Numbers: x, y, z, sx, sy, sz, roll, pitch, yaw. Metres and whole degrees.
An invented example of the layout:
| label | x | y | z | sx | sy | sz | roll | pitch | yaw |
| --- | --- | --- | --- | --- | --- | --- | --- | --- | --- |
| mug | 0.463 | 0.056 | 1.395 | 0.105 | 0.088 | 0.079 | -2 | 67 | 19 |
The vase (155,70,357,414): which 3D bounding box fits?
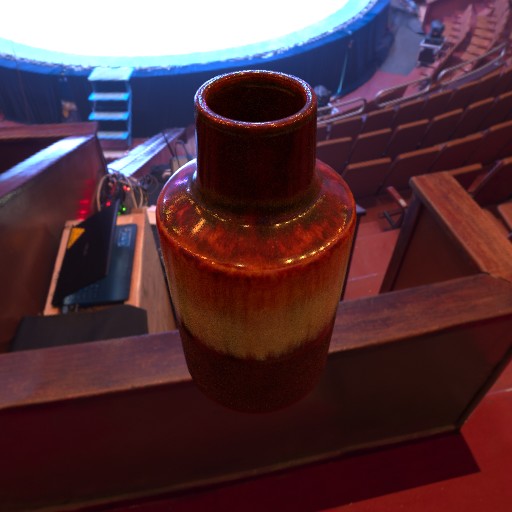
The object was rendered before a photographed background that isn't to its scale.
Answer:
| label | x | y | z | sx | sy | sz | roll | pitch | yaw |
| --- | --- | --- | --- | --- | --- | --- | --- | --- | --- |
| vase | 0.000 | 0.000 | 0.267 | 0.108 | 0.204 | 0.108 | 0 | 46 | 0 |
